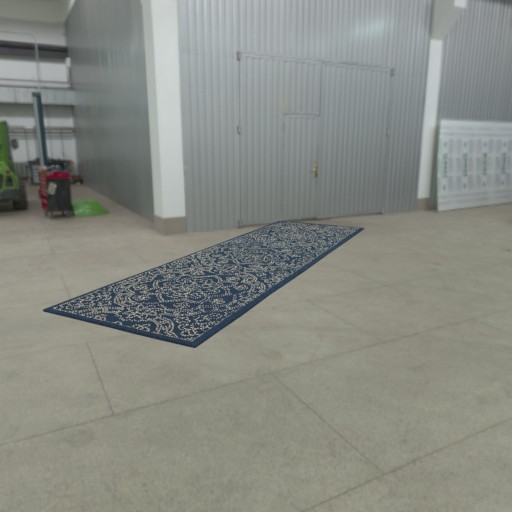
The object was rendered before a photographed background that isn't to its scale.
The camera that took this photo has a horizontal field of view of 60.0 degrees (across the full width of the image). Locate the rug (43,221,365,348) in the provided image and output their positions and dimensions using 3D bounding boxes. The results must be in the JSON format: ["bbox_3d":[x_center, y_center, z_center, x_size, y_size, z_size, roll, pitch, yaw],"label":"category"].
[{"bbox_3d":[0.000,0.000,2.736,0.769,0.012,2.448,7,16,26],"label":"rug"}]
